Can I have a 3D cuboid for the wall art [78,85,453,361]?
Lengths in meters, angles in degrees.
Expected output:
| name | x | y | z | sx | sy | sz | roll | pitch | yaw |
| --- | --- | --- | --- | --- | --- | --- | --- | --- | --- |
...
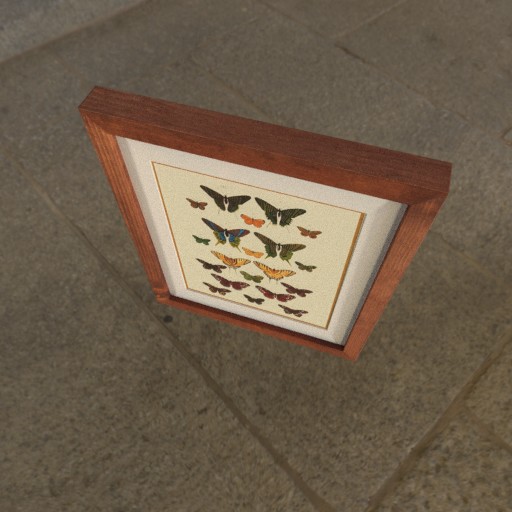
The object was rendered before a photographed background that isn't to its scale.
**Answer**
| name | x | y | z | sx | sy | sz | roll | pitch | yaw |
| --- | --- | --- | --- | --- | --- | --- | --- | --- | --- |
| wall art | 0.000 | 0.000 | 0.629 | 0.377 | 0.449 | 0.039 | 15 | 59 | 9 |
